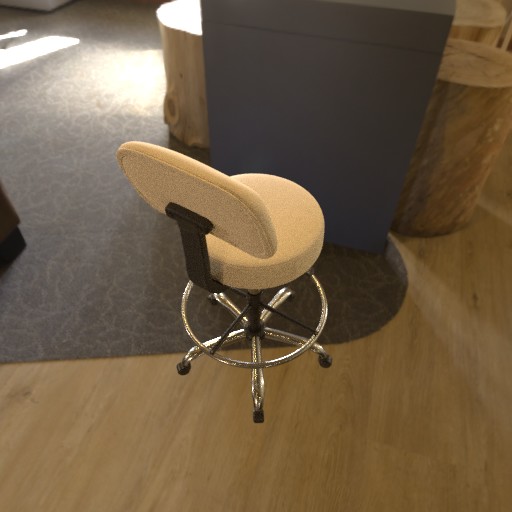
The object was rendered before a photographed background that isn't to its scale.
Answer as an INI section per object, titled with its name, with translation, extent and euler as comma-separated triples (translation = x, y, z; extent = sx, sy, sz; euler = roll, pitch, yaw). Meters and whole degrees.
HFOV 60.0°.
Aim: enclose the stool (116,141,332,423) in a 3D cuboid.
[stool]
translation = 0.000, 0.000, 1.428
extent = 0.609, 1.080, 0.616
euler = 26, 52, 22
